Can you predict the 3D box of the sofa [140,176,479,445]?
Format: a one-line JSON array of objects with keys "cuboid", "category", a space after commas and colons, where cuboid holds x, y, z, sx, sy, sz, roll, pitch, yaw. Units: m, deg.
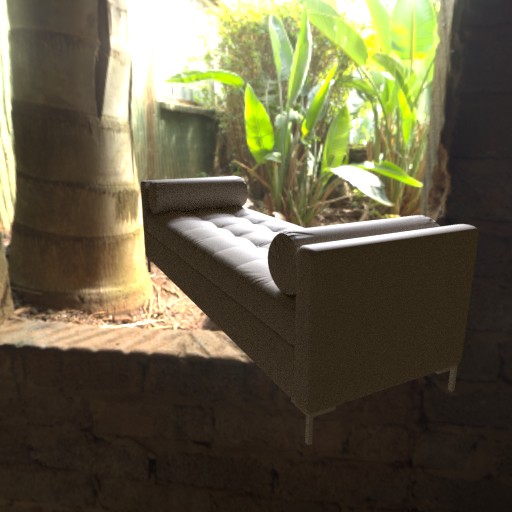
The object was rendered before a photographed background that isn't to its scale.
[{"cuboid": [0.000, 0.000, 2.263, 0.686, 0.635, 1.981, -8, 18, -26], "category": "sofa"}]
